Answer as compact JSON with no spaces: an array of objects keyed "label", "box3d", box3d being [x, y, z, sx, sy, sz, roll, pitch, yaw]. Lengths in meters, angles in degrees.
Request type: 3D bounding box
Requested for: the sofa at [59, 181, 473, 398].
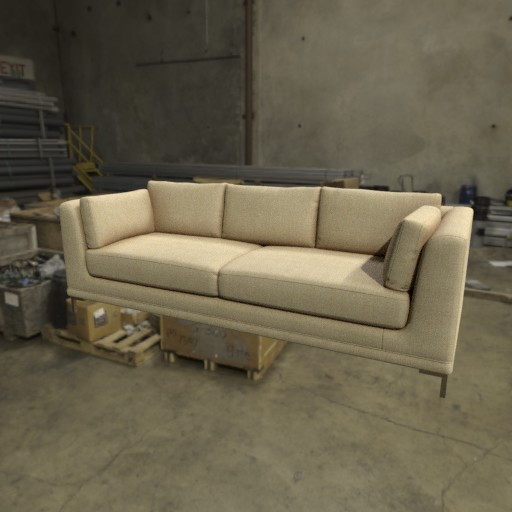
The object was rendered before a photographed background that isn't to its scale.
[{"label":"sofa","box3d":[0.000,0.000,2.822,2.415,0.867,0.969,7,16,26]}]
